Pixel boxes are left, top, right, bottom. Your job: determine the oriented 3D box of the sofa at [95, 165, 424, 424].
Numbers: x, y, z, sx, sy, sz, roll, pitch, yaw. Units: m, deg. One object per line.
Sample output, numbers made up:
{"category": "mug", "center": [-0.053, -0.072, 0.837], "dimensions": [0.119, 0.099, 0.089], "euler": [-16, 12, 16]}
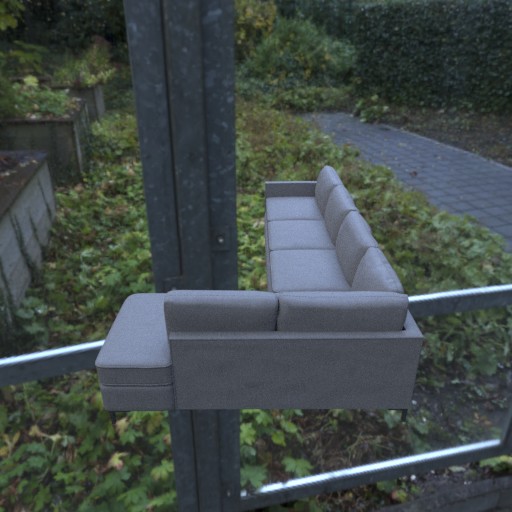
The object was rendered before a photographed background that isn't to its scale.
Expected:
{"category": "sofa", "center": [0.000, 0.000, 4.309], "dimensions": [2.077, 0.964, 3.331], "euler": [0, 26, 0]}
